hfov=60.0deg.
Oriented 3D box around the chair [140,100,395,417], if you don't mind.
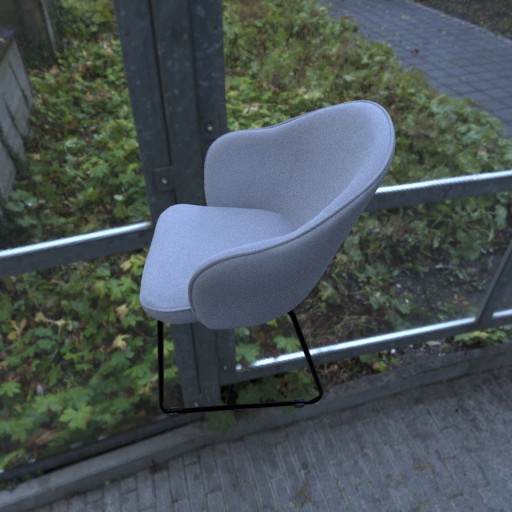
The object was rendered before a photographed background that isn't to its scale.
[{"bbox_3d":[0.000,0.000,1.233,0.592,0.817,0.570,-1,41,-1],"label":"chair"}]
